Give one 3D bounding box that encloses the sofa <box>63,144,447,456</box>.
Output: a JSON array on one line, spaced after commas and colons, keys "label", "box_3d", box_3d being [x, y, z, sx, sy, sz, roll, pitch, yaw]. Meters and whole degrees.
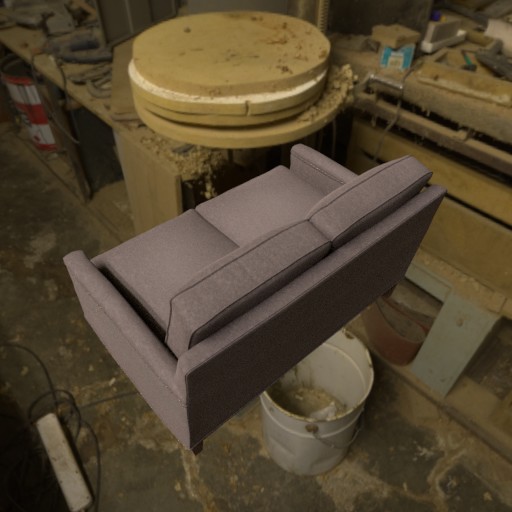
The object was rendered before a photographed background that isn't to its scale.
[{"label": "sofa", "box_3d": [0.000, 0.000, 2.274, 1.597, 1.003, 1.084, -31, 53, -28]}]
